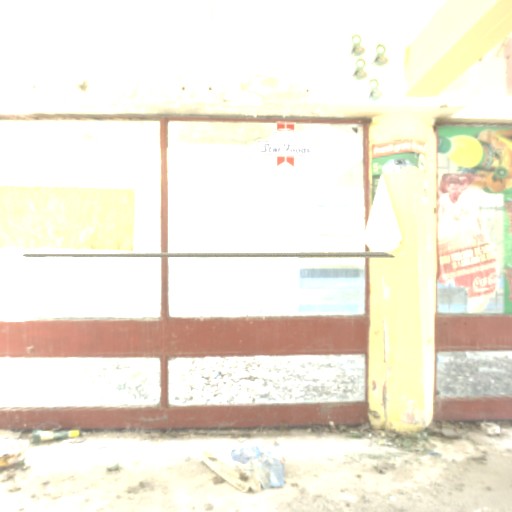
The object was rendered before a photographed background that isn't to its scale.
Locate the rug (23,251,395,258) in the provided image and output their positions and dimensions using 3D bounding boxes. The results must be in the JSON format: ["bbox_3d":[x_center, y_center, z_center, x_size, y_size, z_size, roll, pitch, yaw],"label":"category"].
[{"bbox_3d":[0.000,0.000,4.150,2.462,0.030,3.066,0,0,18],"label":"rug"}]
